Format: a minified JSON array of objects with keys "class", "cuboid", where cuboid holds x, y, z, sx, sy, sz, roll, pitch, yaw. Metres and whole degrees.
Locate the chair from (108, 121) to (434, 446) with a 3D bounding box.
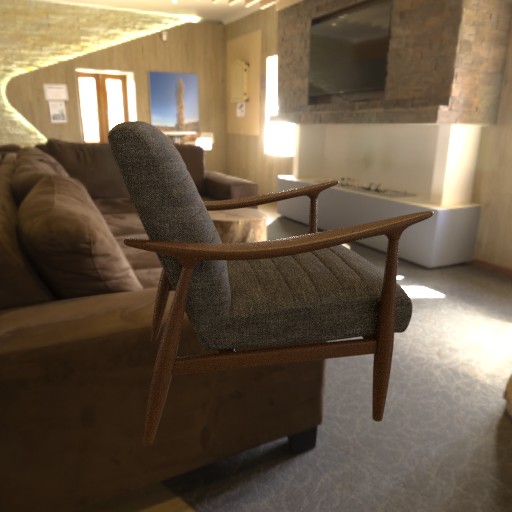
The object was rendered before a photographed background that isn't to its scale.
[{"class":"chair","cuboid":[0.000,0.000,1.426,0.798,0.832,0.741,-3,17,-11]}]
